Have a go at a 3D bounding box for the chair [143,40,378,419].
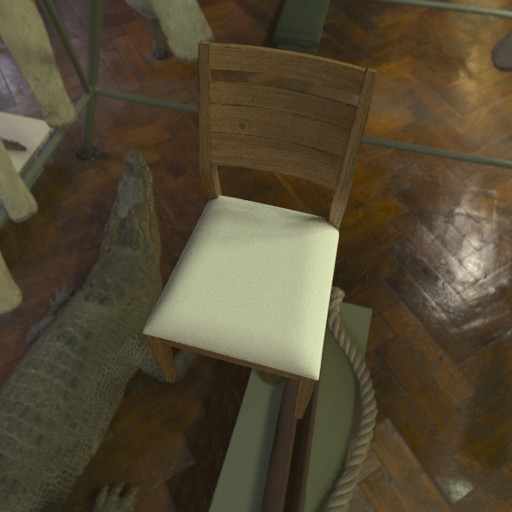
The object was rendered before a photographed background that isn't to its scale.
[{"bbox_3d":[0.000,0.000,1.288,0.497,0.939,0.610,13,59,8],"label":"chair"}]
